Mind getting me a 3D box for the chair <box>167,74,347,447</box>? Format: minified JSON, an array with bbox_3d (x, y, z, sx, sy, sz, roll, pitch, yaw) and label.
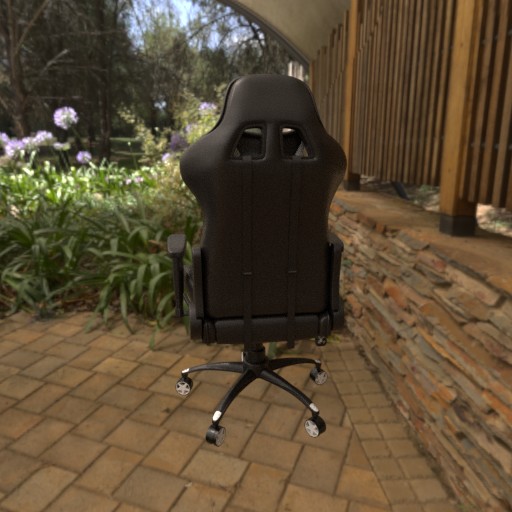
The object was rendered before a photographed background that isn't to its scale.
[{"bbox_3d":[0.000,0.000,1.771,0.730,1.285,0.695,-2,14,-8],"label":"chair"}]
